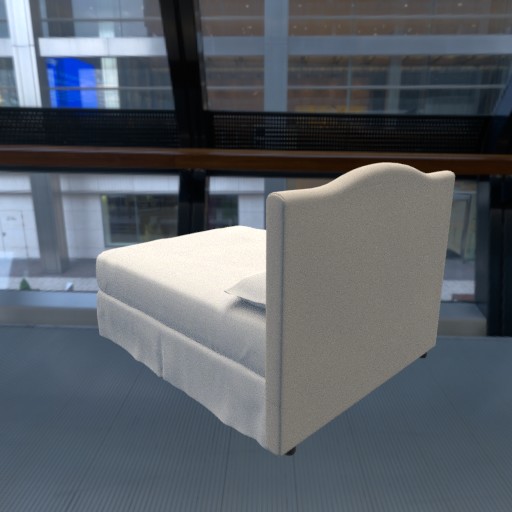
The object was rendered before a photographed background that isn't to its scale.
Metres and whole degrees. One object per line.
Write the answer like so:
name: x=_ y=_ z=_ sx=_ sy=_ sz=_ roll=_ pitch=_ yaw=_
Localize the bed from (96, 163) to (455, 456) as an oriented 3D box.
bed: x=0.000 y=0.000 z=3.335 sx=1.753 sy=1.460 sz=2.143 roll=-14 pitch=21 yaw=-42
